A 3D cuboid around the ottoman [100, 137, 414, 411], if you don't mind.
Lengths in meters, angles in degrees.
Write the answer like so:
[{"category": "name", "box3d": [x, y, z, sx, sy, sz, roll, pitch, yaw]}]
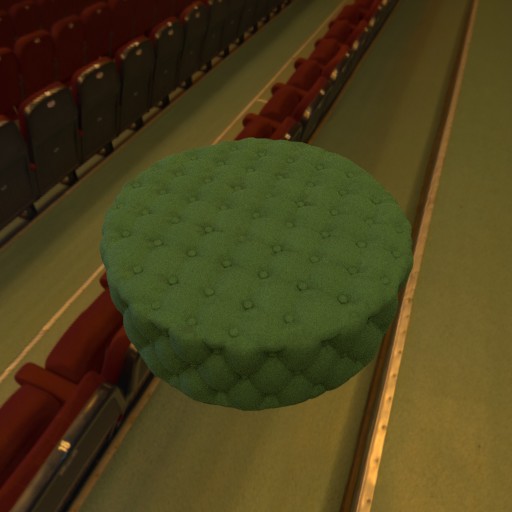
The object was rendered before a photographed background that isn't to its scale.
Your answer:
[{"category": "ottoman", "box3d": [0.000, 0.000, 1.542, 0.998, 0.399, 0.998, 0, 46, 0]}]
